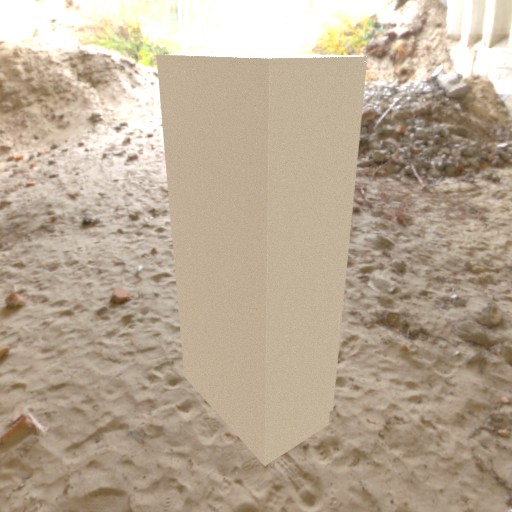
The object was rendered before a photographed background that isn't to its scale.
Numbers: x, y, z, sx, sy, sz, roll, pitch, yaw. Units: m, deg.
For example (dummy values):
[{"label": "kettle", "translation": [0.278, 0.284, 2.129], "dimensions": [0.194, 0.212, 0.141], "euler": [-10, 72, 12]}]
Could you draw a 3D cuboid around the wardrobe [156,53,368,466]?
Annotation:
[{"label": "wardrobe", "translation": [0.000, 0.000, 2.060], "dimensions": [0.470, 1.700, 0.760], "euler": [-18, 31, -33]}]
